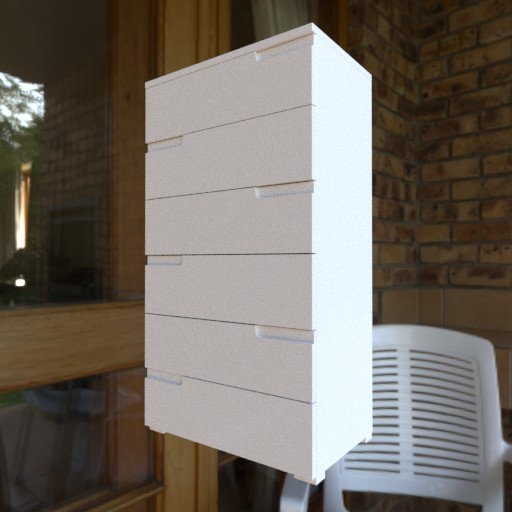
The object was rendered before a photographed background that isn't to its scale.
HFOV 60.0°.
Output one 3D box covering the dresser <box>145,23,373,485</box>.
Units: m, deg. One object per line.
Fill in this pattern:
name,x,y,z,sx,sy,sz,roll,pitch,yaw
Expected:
dresser,0.000,0.000,1.482,0.650,1.190,0.400,0,-1,36
